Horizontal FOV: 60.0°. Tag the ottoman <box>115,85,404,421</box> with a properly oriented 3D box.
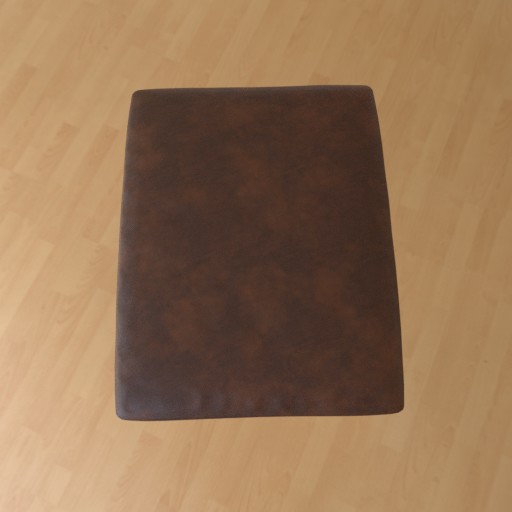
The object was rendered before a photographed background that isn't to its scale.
[{"bbox_3d":[0.000,0.000,1.115,0.586,0.486,0.742,-1,76,0],"label":"ottoman"}]
